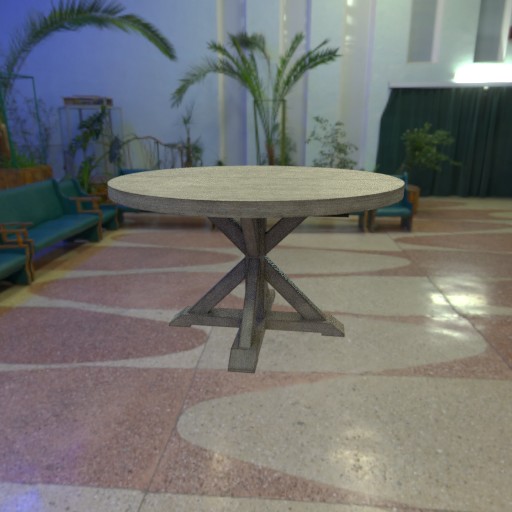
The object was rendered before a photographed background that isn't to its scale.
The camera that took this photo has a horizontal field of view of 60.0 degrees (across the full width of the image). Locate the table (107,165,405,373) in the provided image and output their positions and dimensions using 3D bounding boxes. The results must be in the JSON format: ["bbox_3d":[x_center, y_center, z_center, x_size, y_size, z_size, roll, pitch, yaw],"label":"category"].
[{"bbox_3d":[0.000,0.000,2.240,1.363,0.781,1.363,0,16,0],"label":"table"}]
